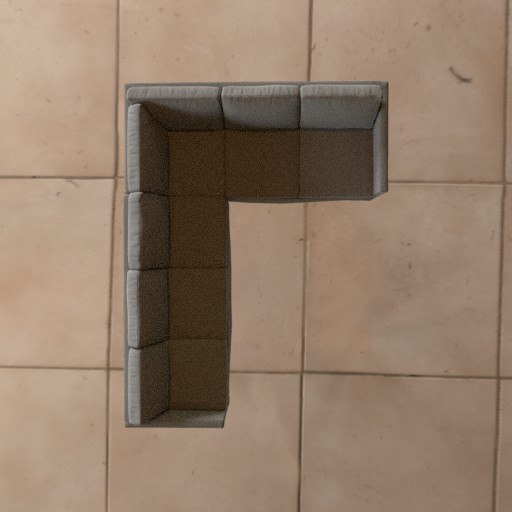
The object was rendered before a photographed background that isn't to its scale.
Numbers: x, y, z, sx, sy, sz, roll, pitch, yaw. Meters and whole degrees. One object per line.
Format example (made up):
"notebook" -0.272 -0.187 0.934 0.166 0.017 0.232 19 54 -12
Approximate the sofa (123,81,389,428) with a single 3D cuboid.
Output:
"sofa" 0.000 0.000 4.290 2.432 0.871 3.182 0 91 1
